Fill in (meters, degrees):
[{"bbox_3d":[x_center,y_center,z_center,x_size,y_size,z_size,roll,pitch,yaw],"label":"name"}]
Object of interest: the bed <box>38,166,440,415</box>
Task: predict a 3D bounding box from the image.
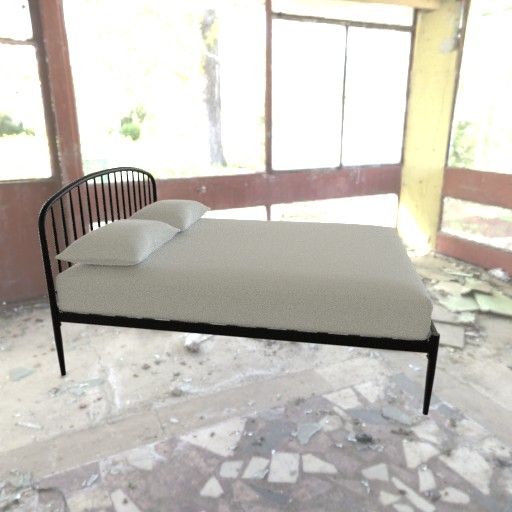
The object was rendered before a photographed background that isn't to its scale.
[{"bbox_3d":[0.000,0.000,3.110,2.159,1.166,1.618,3,17,10],"label":"bed"}]
